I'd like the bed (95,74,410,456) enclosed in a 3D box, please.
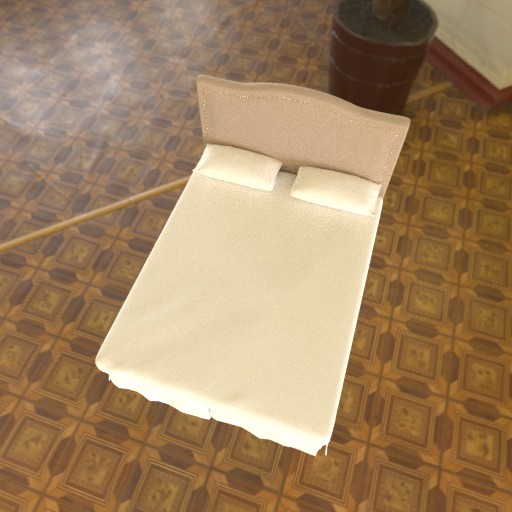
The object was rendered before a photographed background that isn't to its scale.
[{"bbox_3d":[0.000,0.000,3.414,1.821,1.436,2.282,15,60,9],"label":"bed"}]
